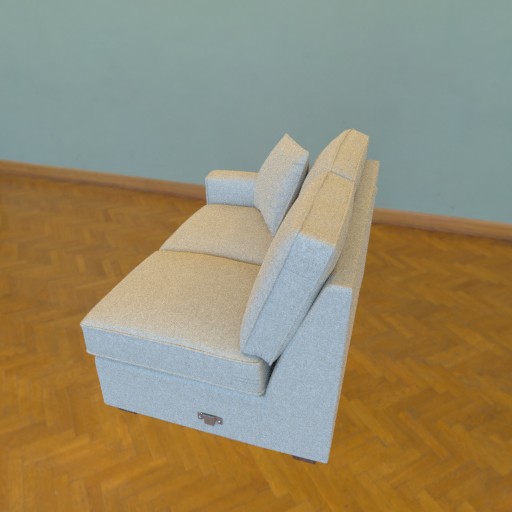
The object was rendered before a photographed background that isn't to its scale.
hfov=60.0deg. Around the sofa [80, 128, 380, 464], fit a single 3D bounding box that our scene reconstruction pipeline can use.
[{"bbox_3d":[0.000,0.000,2.079,0.991,0.989,1.388,9,31,15],"label":"sofa"}]
